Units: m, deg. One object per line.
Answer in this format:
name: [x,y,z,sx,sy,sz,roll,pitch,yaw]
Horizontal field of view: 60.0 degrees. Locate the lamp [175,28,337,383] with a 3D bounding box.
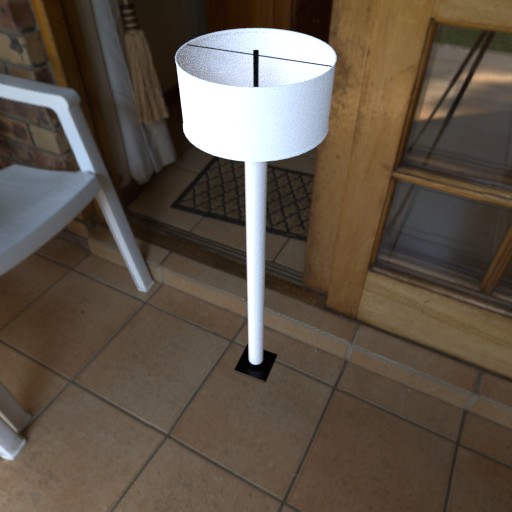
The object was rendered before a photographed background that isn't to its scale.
lamp: [0.000,0.000,1.658,0.420,1.475,0.420,16,46,16]
